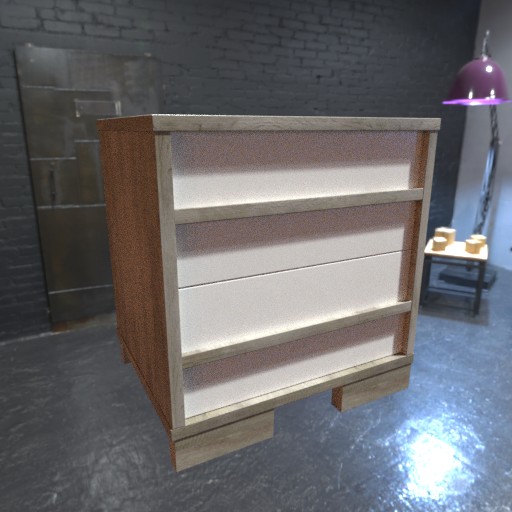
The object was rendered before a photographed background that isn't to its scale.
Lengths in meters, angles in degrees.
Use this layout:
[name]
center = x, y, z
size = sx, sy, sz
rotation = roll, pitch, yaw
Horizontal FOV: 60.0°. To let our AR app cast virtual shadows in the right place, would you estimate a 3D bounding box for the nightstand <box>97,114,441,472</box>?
[nightstand]
center = 0.000, 0.000, 0.759
size = 0.427, 0.448, 0.347
rotation = -8, 18, -27
